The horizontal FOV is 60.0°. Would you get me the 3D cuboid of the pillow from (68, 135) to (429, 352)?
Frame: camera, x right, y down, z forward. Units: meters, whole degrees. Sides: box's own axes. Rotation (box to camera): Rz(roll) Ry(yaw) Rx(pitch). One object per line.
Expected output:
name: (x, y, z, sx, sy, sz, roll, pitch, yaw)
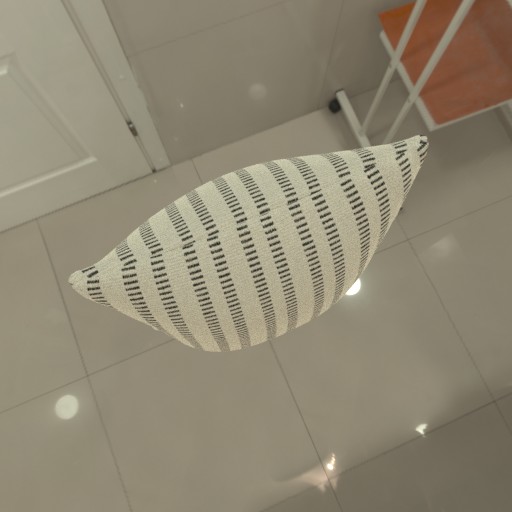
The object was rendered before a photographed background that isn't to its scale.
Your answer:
pillow: (0.000, 0.000, 0.686, 0.438, 0.419, 0.247, -23, 77, -6)
